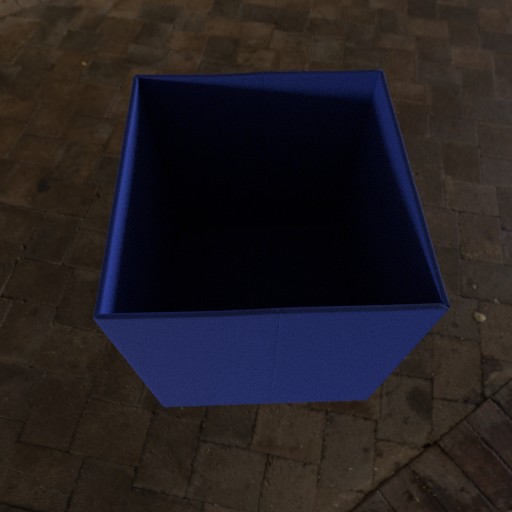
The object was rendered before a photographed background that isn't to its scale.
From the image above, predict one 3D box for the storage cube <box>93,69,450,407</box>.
[{"bbox_3d":[0.000,0.000,0.497,0.270,0.280,0.270,-2,59,-1],"label":"storage cube"}]
